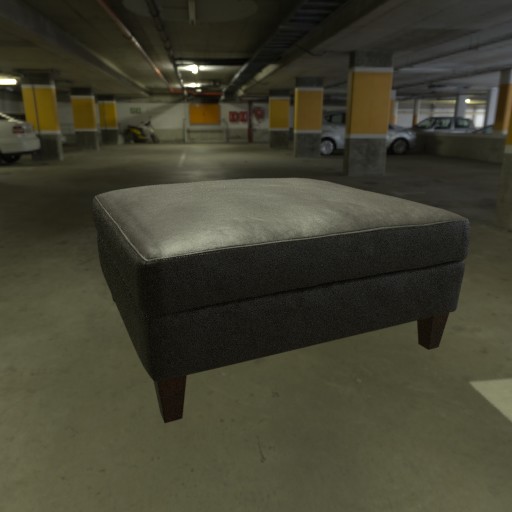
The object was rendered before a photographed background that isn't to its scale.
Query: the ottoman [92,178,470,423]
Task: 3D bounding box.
[{"bbox_3d":[0.000,0.000,1.324,0.844,0.415,0.836,-8,18,-24],"label":"ottoman"}]
